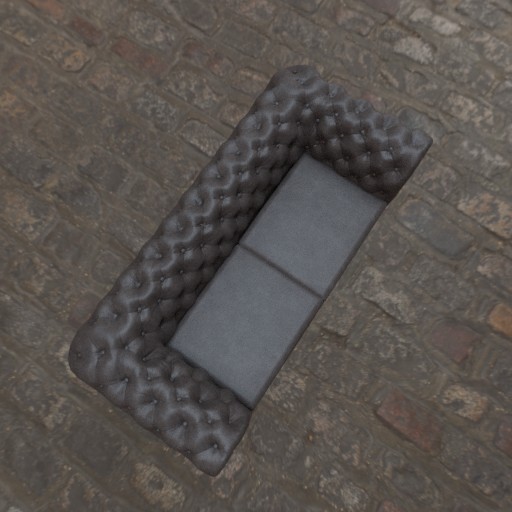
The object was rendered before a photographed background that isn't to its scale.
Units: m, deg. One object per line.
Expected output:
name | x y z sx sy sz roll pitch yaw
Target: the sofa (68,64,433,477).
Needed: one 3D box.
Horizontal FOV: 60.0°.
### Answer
sofa | 0.000 0.000 2.514 0.944 0.779 2.048 33 78 8
